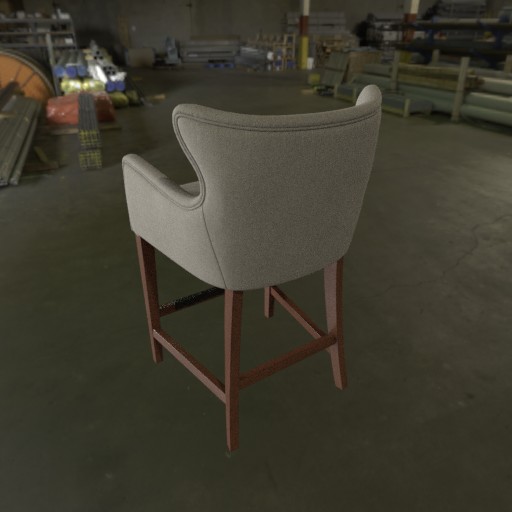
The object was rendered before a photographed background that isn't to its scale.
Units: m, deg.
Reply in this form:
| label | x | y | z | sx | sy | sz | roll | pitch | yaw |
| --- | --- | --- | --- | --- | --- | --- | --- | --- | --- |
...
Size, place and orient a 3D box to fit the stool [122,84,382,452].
| label | x | y | z | sx | sy | sz | roll | pitch | yaw |
| --- | --- | --- | --- | --- | --- | --- | --- | --- | --- |
| stool | 0.000 | 0.000 | 1.319 | 0.575 | 0.951 | 0.575 | -18 | 33 | -30 |
